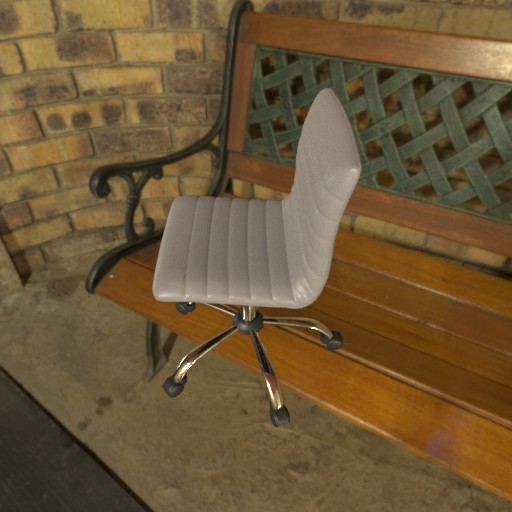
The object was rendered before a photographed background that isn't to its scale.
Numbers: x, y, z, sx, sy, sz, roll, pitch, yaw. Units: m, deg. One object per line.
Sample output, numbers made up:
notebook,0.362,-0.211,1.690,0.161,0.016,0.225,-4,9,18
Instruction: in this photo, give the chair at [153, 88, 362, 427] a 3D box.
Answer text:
chair,0.000,0.000,1.157,0.542,0.750,0.569,-1,41,-1
